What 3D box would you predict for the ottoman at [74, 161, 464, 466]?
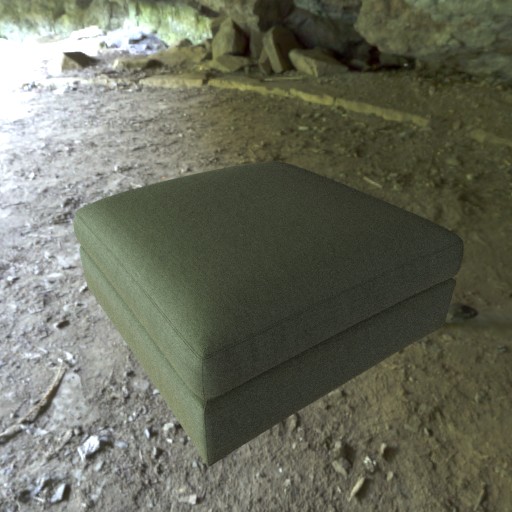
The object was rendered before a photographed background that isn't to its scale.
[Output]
[{"bbox_3d":[0.000,0.000,1.650,1.041,0.470,1.041,-19,35,-30],"label":"ottoman"}]
